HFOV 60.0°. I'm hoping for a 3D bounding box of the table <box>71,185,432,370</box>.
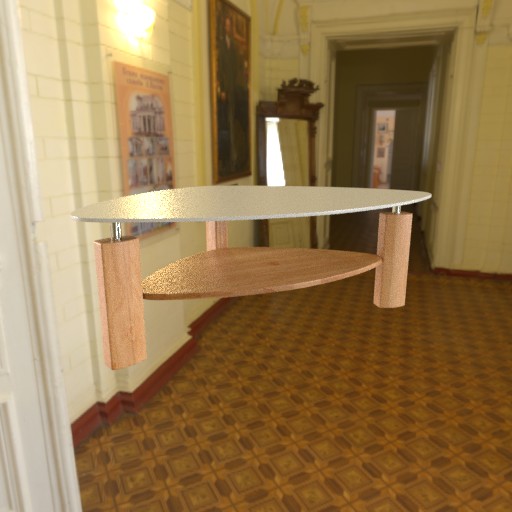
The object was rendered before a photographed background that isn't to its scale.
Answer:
[{"bbox_3d":[0.000,0.000,1.618,1.250,0.440,0.850,-7,16,-27],"label":"table"}]
